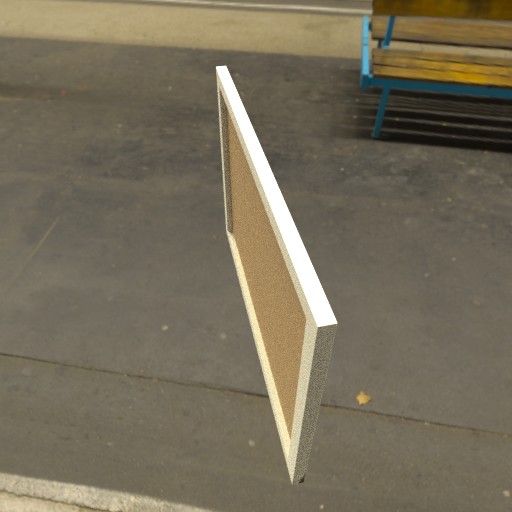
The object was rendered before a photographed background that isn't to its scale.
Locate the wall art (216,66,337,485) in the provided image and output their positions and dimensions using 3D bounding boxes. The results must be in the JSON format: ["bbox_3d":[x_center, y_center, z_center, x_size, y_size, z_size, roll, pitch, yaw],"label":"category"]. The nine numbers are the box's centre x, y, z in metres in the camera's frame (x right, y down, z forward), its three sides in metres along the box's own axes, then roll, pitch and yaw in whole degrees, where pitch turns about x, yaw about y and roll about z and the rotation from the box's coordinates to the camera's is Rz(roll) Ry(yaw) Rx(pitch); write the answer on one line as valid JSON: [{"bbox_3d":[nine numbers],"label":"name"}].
[{"bbox_3d":[0.000,0.000,1.424,0.038,0.767,1.144,-9,45,-9],"label":"wall art"}]
